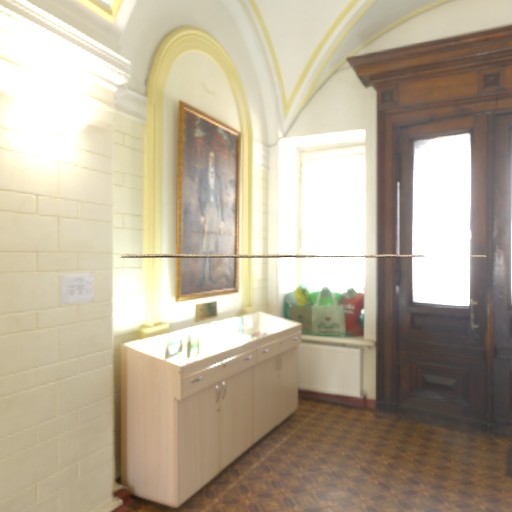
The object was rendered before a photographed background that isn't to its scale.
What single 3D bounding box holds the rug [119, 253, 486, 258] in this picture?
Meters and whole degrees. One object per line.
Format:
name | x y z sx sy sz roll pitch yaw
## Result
rug | 0.000 0.000 3.348 1.964 0.025 2.455 0 0 -18
